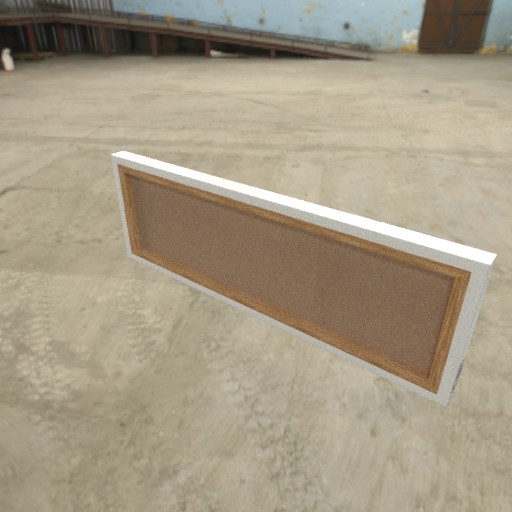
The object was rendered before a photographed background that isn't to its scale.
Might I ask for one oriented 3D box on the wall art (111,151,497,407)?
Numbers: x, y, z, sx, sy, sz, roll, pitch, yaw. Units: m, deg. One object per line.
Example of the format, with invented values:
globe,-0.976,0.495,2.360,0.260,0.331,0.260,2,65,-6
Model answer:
wall art,0.000,0.000,0.832,0.766,0.256,0.036,21,36,32
